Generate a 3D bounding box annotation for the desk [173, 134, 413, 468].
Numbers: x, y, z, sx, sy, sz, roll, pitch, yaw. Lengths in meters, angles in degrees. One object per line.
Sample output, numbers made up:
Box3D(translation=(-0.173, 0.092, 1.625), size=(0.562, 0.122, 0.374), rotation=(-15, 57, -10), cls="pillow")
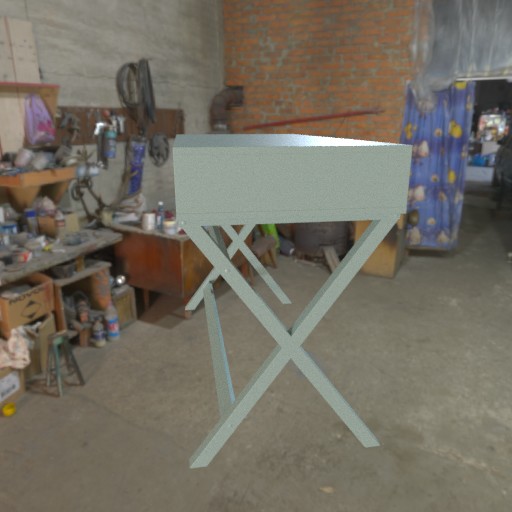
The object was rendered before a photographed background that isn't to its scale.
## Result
Box3D(translation=(0.000, 0.000, 1.517), size=(0.509, 0.780, 1.059), rotation=(-3, 17, -9), cls="desk")
